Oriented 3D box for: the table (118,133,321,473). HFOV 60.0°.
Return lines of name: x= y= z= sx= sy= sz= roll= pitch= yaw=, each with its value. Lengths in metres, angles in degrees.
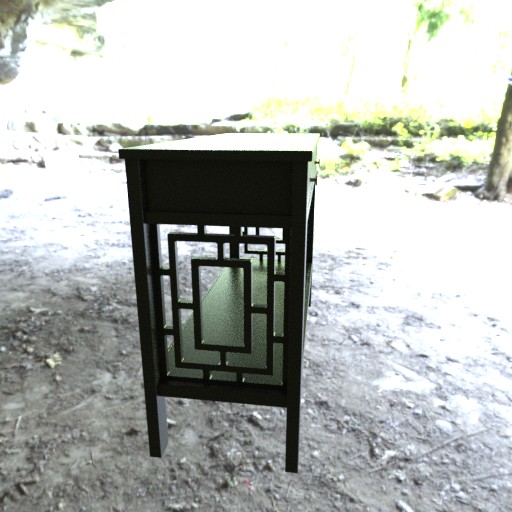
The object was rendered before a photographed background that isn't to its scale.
table: x=0.000 y=0.000 z=1.470 sx=0.397 sy=0.753 sz=1.068 roll=3 pitch=17 yaw=8
